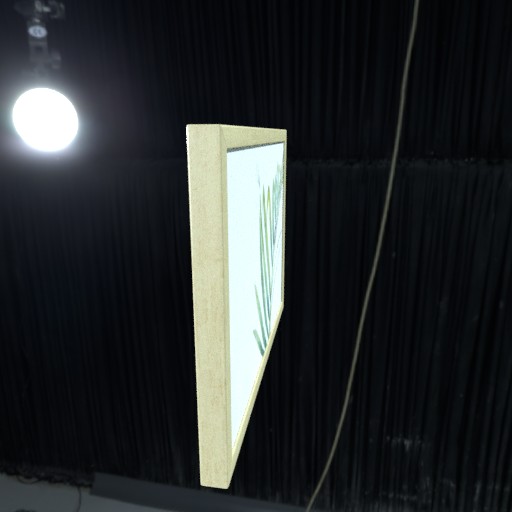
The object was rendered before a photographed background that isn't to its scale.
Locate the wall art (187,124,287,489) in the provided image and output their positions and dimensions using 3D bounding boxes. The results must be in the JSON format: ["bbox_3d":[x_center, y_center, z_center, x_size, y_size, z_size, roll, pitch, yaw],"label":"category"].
[{"bbox_3d":[0.000,0.000,0.688,0.032,0.381,0.533,3,16,10],"label":"wall art"}]
